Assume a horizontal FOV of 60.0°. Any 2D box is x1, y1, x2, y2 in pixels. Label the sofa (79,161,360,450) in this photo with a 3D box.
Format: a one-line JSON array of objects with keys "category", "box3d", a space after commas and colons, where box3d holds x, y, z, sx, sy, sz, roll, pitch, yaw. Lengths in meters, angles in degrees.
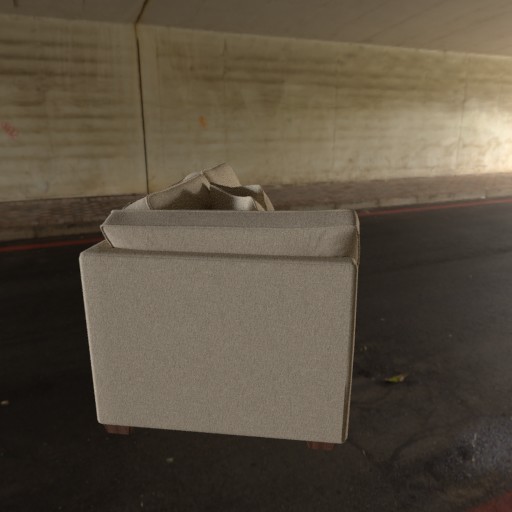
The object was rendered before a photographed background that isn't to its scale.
[{"category": "sofa", "box3d": [0.000, 0.000, 2.765, 1.110, 1.033, 2.237, 2, 16, 7]}]
